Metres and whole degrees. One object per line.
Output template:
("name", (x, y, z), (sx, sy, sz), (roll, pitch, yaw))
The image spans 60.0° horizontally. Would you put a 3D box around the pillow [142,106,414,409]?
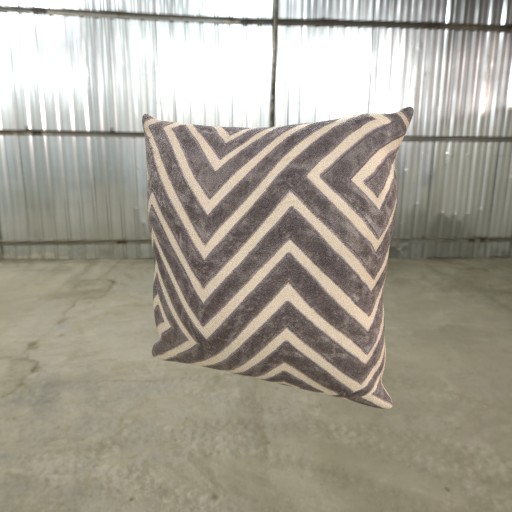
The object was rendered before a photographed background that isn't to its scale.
("pillow", (0.000, 0.000, 0.694), (0.440, 0.441, 0.182), (6, 14, 25))
